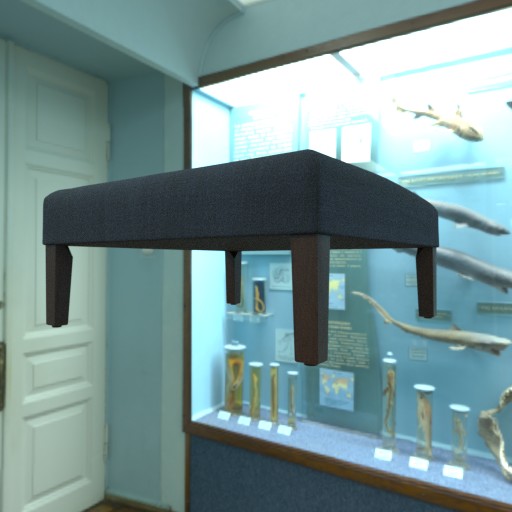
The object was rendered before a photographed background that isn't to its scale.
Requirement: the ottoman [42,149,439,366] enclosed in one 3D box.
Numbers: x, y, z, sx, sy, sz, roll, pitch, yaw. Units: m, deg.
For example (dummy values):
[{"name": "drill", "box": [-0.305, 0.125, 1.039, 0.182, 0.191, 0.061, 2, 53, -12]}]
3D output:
[{"name": "ottoman", "box": [0.000, 0.000, 1.377, 0.889, 0.411, 0.890, -1, -1, 35]}]
